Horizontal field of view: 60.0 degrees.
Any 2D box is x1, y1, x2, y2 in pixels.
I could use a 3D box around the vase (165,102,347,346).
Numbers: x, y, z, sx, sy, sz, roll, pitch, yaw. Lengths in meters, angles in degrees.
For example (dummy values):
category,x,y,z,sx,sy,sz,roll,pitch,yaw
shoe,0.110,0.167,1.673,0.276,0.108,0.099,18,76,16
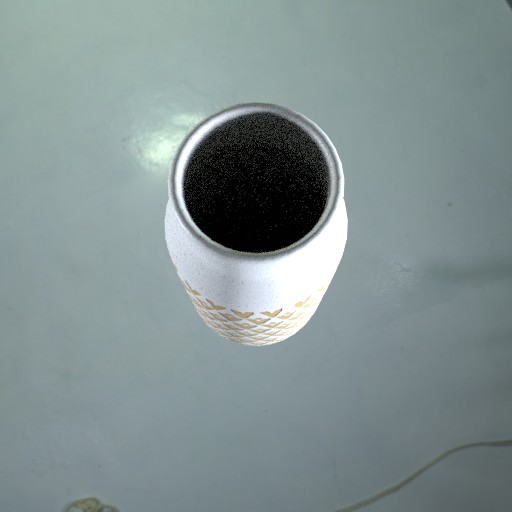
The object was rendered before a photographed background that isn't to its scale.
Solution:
category,x,y,z,sx,sy,sz,roll,pitch,yaw
vase,0.000,0.000,0.373,0.137,0.307,0.137,0,75,0
